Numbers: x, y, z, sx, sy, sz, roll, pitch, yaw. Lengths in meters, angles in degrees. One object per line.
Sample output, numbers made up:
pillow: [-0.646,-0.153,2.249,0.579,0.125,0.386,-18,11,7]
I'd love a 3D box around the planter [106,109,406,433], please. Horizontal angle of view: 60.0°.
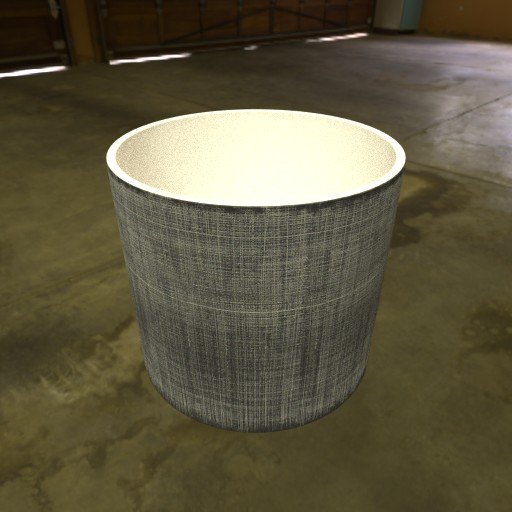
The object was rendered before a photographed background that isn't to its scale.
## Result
planter: [0.000,0.000,0.392,0.221,0.201,0.221,0,32,0]
